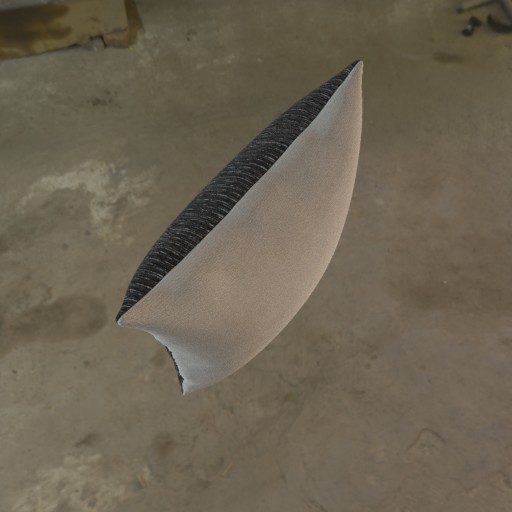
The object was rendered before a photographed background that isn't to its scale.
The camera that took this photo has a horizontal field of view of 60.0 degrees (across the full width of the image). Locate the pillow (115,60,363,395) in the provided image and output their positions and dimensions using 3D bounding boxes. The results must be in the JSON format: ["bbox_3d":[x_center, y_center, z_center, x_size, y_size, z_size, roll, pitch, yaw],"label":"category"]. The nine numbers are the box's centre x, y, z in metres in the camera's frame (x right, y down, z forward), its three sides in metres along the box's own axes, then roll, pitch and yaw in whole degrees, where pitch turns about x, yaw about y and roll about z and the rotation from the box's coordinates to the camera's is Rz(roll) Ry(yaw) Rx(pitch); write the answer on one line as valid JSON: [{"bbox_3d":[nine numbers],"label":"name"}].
[{"bbox_3d":[0.000,0.000,0.675,0.196,0.434,0.433,34,69,15],"label":"pillow"}]
